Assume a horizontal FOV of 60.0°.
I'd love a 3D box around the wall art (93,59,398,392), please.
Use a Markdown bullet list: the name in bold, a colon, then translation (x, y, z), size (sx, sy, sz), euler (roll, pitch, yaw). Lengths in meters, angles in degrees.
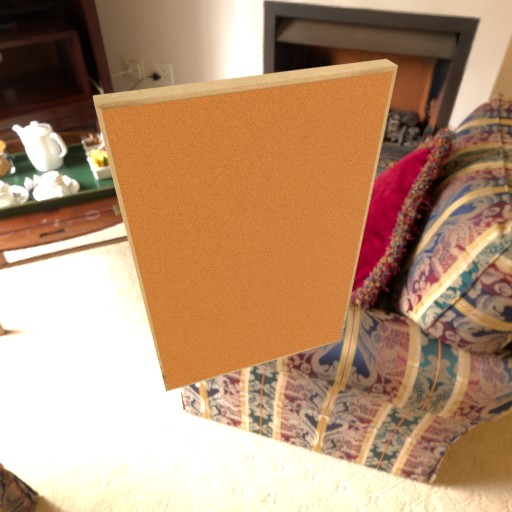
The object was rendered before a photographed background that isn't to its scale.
- **wall art**: translation (0.000, 0.000, 0.971), size (0.508, 0.764, 0.038), euler (-13, 43, -14)
